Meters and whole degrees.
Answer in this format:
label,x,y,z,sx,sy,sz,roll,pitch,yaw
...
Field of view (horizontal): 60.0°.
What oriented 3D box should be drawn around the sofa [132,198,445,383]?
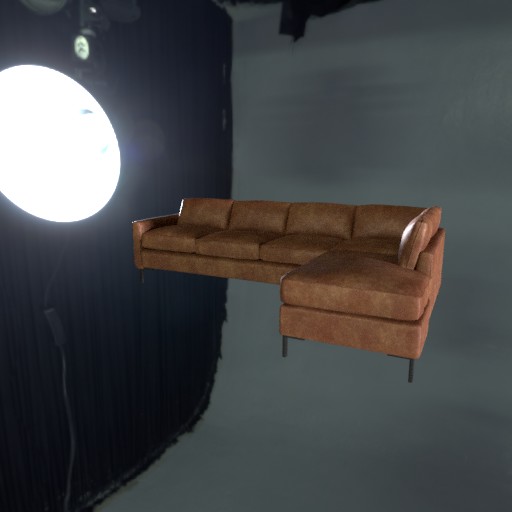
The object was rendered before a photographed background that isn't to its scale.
label,x,y,z,sx,sy,sz,roll,pitch,yaw
sofa,0.000,0.000,3.902,2.984,0.877,1.938,6,13,26
